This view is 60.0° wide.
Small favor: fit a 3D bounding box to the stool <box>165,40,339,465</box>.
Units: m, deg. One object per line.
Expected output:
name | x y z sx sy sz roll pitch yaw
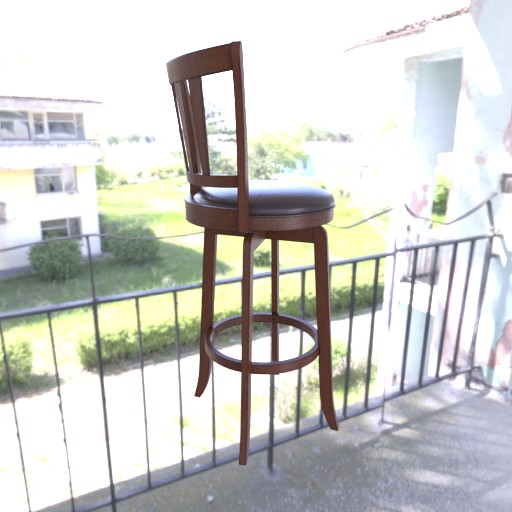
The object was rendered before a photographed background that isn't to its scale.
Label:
stool | 0.000 0.000 1.431 0.503 1.177 0.464 -8 18 -26
